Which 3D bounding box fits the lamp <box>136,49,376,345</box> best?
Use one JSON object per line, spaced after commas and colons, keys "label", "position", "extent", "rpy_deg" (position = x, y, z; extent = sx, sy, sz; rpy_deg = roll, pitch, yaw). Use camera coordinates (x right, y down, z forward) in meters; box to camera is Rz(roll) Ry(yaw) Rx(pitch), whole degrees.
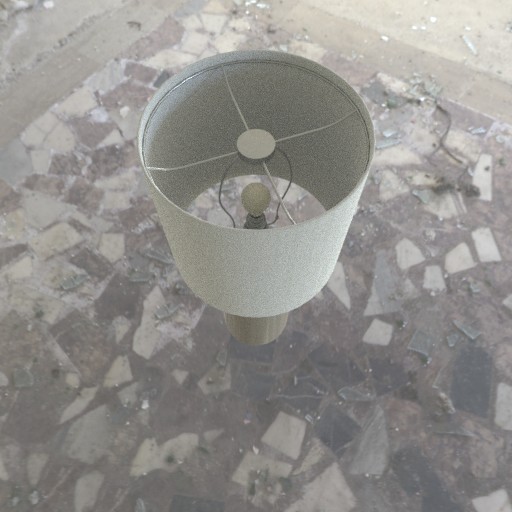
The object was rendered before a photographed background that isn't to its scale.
{"label": "lamp", "position": [0.000, 0.000, 0.613], "extent": [0.212, 0.493, 0.212], "rpy_deg": [-18, 64, -9]}
